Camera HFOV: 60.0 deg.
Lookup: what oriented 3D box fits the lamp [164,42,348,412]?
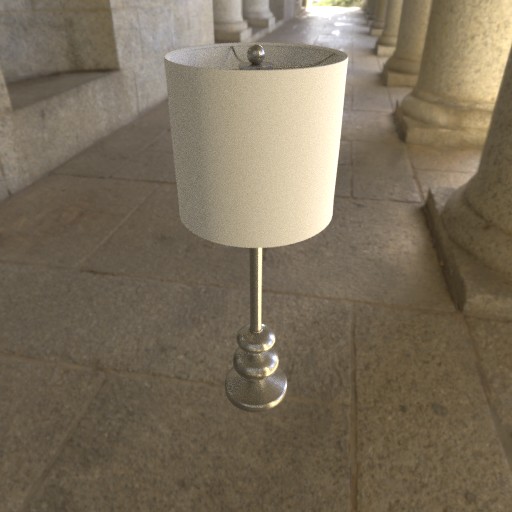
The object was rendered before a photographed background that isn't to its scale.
[{"bbox_3d":[0.000,0.000,0.795,0.254,0.690,0.254,-10,34,-16],"label":"lamp"}]
